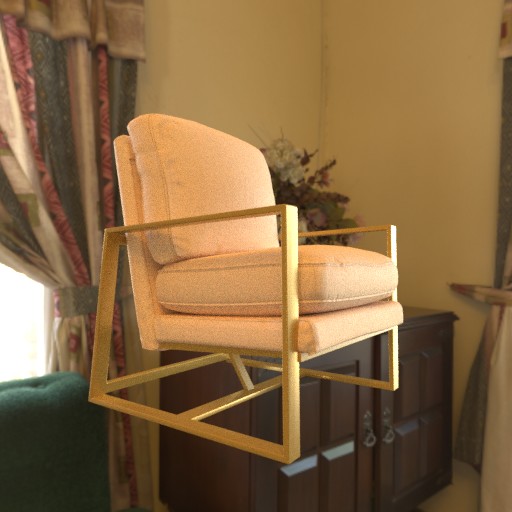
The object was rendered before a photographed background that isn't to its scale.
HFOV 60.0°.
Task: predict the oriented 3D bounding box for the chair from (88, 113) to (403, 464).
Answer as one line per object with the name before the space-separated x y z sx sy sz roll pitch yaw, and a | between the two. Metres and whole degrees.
chair | 0.000 0.000 1.527 0.813 0.956 0.758 -1 -1 36
